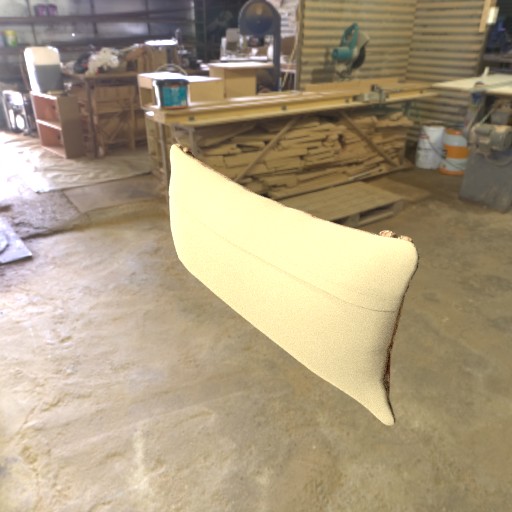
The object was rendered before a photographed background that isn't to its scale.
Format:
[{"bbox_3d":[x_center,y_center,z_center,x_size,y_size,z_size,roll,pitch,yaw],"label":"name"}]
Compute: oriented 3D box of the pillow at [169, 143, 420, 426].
[{"bbox_3d":[0.000,0.000,0.777,0.139,0.282,0.635,-19,33,-32],"label":"pillow"}]
